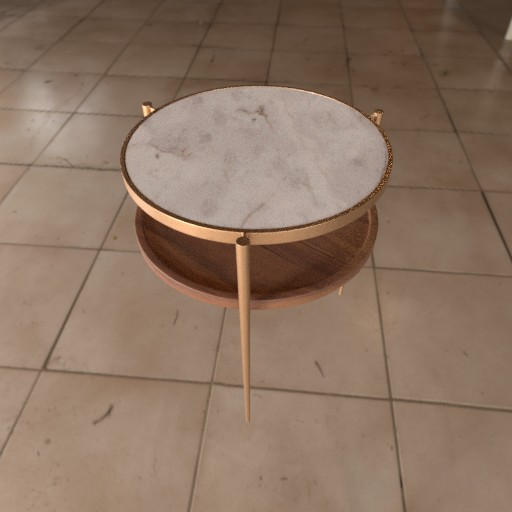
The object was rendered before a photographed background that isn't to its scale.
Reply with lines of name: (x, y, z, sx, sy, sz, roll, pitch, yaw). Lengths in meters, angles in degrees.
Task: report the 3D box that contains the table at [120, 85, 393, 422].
table: (0.000, 0.000, 0.864, 0.430, 0.493, 0.456, 3, 45, 3)
